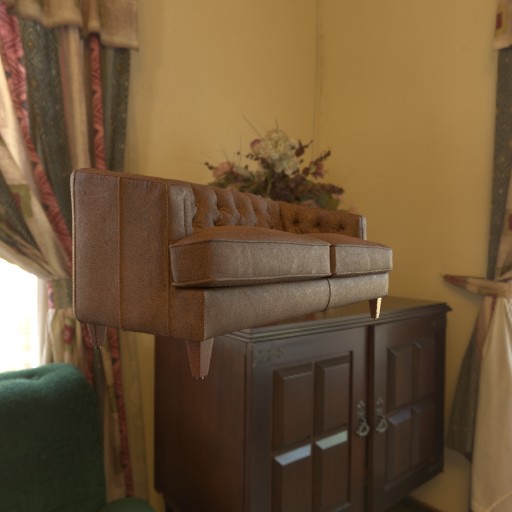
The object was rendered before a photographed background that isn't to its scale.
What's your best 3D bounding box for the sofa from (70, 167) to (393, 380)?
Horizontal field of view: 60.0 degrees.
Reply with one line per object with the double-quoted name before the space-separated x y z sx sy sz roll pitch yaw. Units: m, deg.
"sofa" 0.000 0.000 2.309 0.917 0.799 1.767 0 0 35
